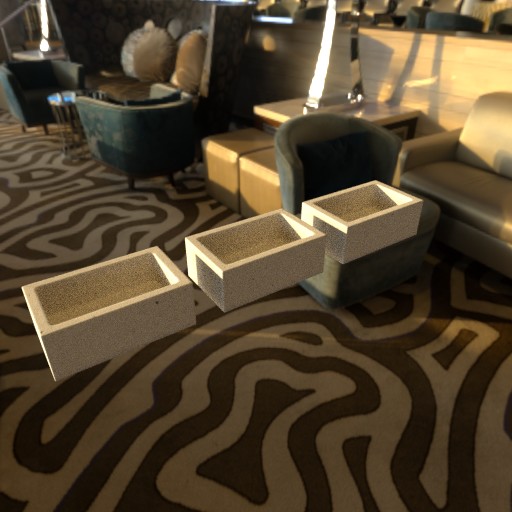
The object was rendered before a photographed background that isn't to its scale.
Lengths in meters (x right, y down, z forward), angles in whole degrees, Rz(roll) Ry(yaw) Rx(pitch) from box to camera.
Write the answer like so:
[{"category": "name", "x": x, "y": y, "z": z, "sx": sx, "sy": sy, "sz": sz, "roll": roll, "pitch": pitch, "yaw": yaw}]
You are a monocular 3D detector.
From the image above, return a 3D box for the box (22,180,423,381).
[{"category": "box", "x": 0.000, "y": 0.000, "z": 0.498, "sx": 0.461, "sy": 0.051, "sz": 0.082, "roll": -19, "pitch": 37, "yaw": -28}]
